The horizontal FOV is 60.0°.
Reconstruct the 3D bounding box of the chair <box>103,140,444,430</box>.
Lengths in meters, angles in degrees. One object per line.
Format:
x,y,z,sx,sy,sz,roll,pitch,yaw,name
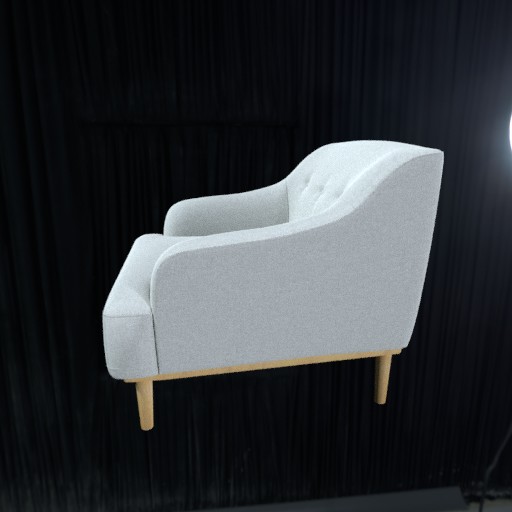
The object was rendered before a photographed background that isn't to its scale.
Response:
0.000,0.000,1.624,0.951,0.818,0.946,-2,15,-8,chair
